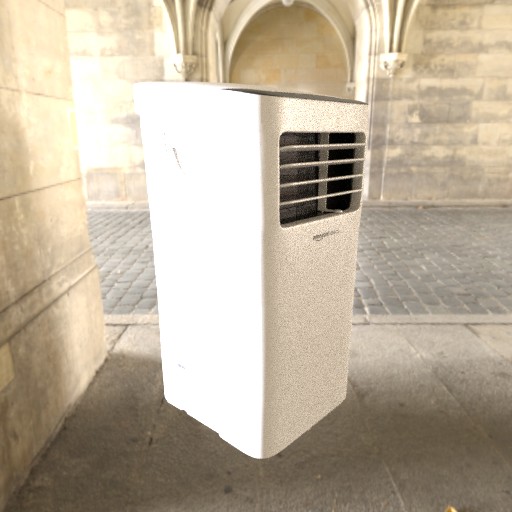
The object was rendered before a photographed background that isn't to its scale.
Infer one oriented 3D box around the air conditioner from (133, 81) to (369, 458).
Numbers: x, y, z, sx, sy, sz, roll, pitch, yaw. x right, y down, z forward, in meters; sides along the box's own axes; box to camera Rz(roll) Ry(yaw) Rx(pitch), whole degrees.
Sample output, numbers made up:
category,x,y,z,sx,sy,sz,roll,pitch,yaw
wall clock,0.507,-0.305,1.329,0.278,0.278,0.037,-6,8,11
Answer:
category,x,y,z,sx,sy,sz,roll,pitch,yaw
air conditioner,0.000,0.000,0.957,0.369,0.716,0.352,14,21,41
